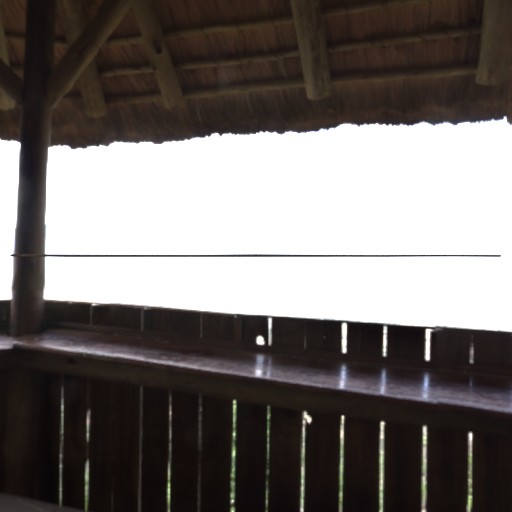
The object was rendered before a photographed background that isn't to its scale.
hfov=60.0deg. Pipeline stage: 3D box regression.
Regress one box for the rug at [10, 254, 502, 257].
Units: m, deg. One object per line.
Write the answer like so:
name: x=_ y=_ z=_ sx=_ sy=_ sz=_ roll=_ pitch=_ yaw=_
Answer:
rug: x=0.000 y=0.000 z=3.948 sx=3.055 sy=0.021 sz=2.410 roll=0 pitch=0 yaw=0
